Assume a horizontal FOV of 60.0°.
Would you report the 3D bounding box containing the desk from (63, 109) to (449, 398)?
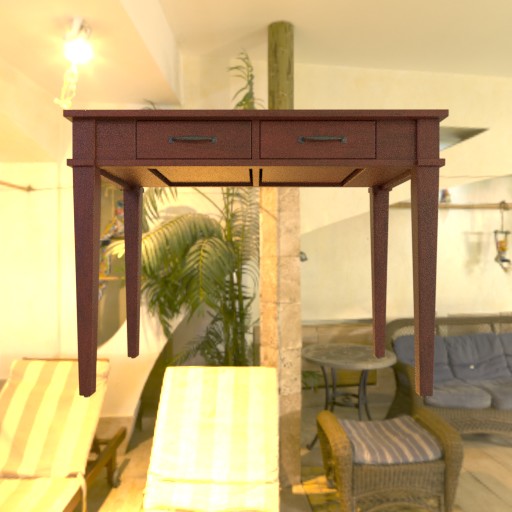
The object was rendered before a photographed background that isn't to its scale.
[{"bbox_3d":[0.000,0.000,1.424,1.001,0.762,0.549,0,0,0],"label":"desk"}]
